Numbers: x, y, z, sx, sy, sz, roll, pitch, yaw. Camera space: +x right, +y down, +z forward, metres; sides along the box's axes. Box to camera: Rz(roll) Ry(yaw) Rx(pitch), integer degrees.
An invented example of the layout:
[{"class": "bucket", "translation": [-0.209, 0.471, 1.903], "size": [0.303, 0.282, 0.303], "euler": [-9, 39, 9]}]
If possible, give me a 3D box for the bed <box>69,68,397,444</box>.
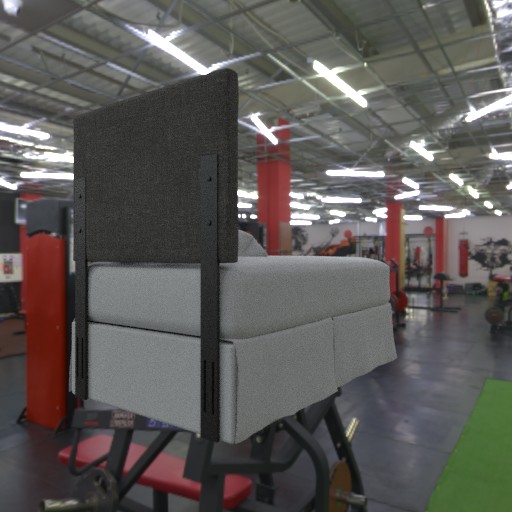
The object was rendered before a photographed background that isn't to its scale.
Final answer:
[{"class": "bed", "translation": [0.000, 0.000, 2.952], "size": [1.261, 1.571, 1.997], "euler": [0, 0, 36]}]
